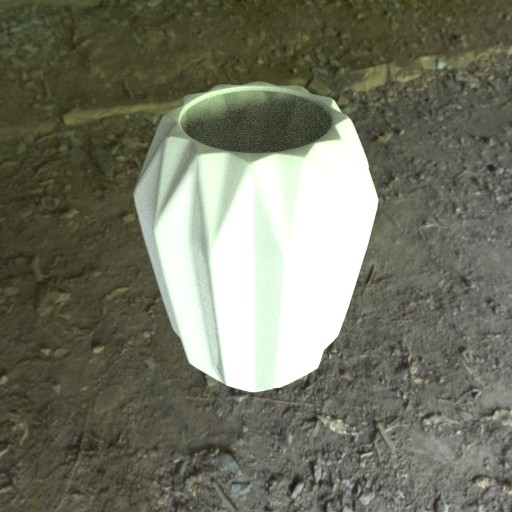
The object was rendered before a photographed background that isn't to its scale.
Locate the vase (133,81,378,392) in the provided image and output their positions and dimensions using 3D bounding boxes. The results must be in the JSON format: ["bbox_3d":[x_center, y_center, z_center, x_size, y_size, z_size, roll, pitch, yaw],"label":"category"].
[{"bbox_3d":[0.000,0.000,0.412,0.195,0.275,0.195,0,42,0],"label":"vase"}]
